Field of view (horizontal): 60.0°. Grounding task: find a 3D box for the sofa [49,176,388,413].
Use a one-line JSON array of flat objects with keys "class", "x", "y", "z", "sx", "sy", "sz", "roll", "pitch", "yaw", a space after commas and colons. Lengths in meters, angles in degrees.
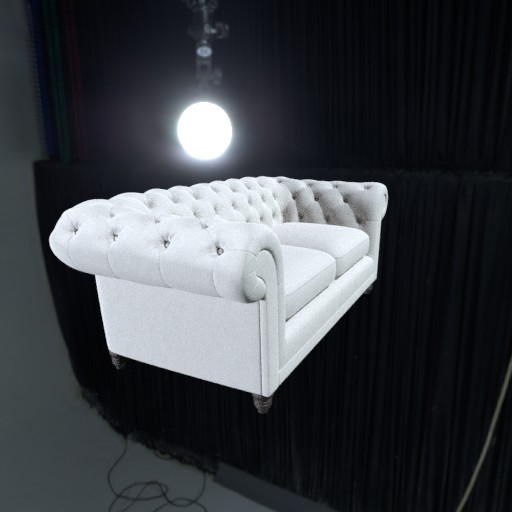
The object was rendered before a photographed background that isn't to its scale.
[{"class": "sofa", "x": 0.000, "y": 0.000, "z": 2.432, "sx": 0.986, "sy": 0.764, "sz": 1.998, "roll": 7, "pitch": 16, "yaw": 27}]
